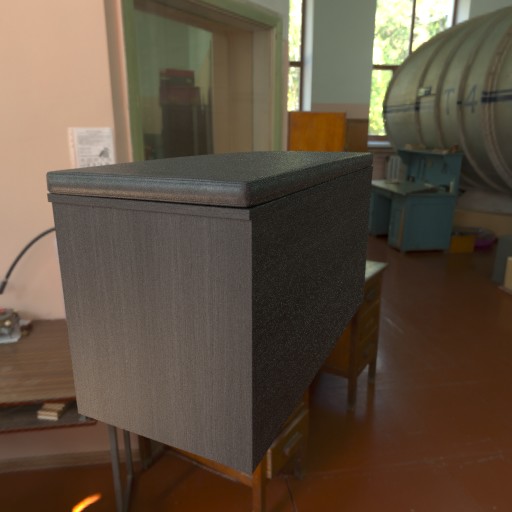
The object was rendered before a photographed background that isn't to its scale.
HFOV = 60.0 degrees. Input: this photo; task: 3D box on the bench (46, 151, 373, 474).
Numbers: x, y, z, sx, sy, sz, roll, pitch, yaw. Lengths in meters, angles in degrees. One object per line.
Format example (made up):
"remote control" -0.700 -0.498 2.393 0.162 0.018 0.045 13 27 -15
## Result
"bench" 0.000 0.000 1.155 0.401 0.501 0.905 7 17 24
